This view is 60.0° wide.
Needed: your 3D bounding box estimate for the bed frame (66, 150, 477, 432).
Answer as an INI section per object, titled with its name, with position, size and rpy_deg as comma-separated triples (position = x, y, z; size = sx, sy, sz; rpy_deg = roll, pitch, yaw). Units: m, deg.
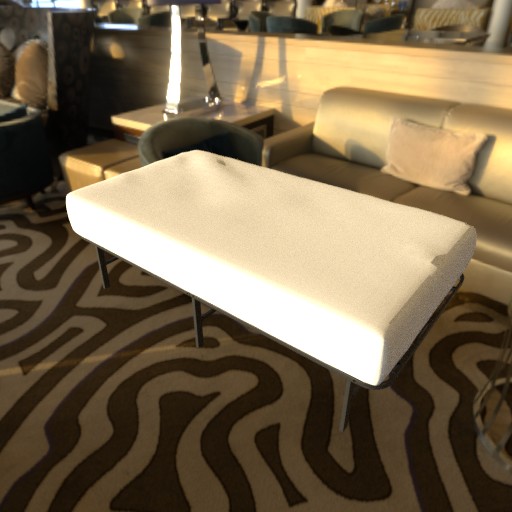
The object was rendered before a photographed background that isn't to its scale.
[bed frame]
position = 0.000, 0.000, 2.379
size = 1.908, 0.640, 1.025
rpy_deg = 22, 38, 32
